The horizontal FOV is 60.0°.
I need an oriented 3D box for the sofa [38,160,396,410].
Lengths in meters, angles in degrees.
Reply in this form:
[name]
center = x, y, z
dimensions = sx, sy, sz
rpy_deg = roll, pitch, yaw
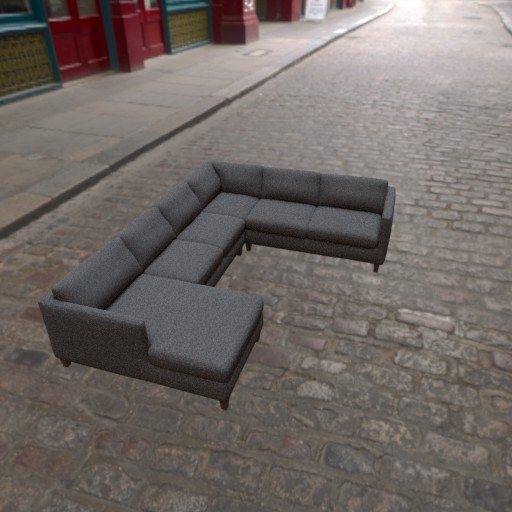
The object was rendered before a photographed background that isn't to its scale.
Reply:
[sofa]
center = 0.000, 0.000, 4.503
dimensions = 2.551, 0.853, 3.238
rpy_deg = 10, 33, 15
